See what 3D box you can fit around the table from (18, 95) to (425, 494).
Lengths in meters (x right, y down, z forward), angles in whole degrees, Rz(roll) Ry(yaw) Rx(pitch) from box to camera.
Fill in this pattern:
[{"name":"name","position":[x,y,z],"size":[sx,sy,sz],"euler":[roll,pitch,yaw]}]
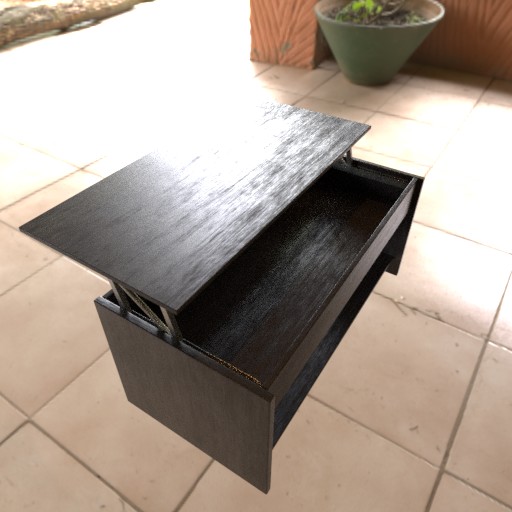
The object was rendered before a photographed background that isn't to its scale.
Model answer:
[{"name":"table","position":[0.000,0.000,1.419],"size":[0.712,0.570,1.000],"euler":[23,46,24]}]
